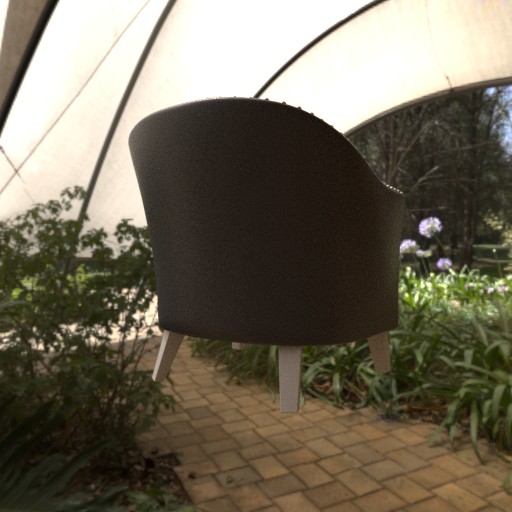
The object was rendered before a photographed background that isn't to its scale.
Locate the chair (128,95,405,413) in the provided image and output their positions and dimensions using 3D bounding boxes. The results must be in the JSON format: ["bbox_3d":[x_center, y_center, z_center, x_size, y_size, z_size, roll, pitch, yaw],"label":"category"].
[{"bbox_3d":[0.000,0.000,1.483,0.794,0.823,0.748,0,0,35],"label":"chair"}]
